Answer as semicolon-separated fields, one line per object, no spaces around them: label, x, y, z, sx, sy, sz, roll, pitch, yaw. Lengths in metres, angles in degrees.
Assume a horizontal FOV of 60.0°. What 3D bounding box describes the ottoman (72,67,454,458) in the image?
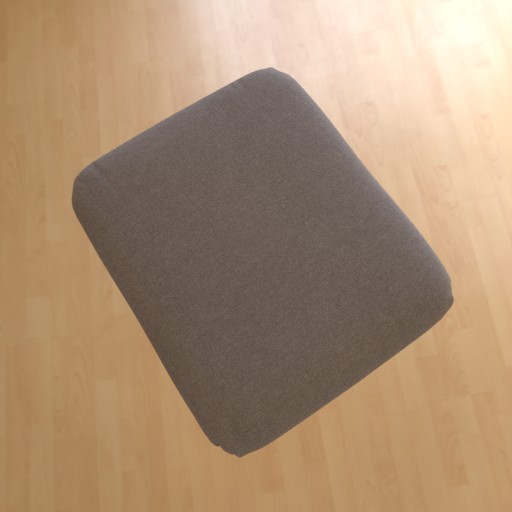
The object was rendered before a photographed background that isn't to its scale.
ottoman;0.000;0.000;1.121;0.622;0.450;0.747;-33;77;-8
